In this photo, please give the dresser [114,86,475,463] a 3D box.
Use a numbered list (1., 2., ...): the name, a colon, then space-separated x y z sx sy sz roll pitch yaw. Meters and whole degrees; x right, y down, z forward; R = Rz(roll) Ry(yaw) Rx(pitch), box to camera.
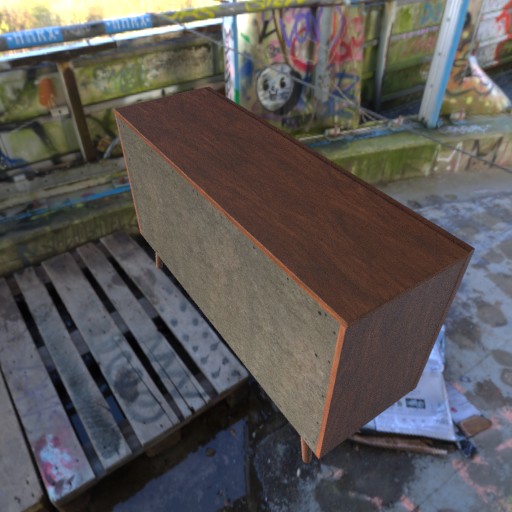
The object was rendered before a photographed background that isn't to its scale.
1. dresser: 0.000 0.000 1.874 0.500 0.889 1.472 -24 46 -25
